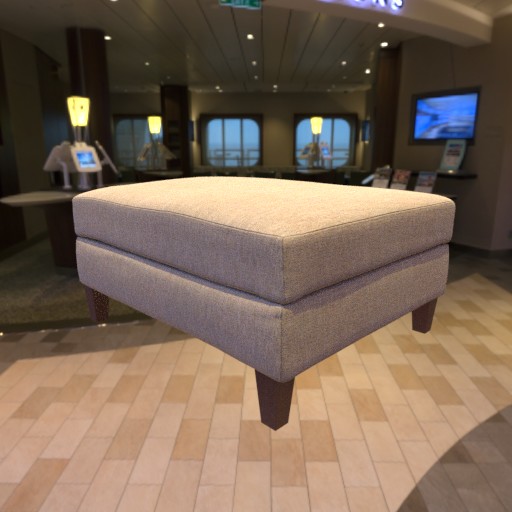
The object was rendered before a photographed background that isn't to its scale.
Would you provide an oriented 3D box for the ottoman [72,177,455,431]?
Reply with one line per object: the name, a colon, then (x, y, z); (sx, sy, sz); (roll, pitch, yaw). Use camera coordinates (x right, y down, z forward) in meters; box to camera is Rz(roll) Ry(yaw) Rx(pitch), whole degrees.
ottoman: (0.000, 0.000, 1.475); (0.836, 0.492, 0.976); (-14, 20, -43)
